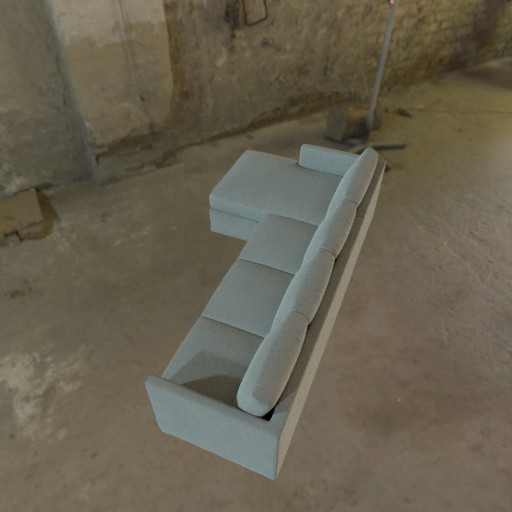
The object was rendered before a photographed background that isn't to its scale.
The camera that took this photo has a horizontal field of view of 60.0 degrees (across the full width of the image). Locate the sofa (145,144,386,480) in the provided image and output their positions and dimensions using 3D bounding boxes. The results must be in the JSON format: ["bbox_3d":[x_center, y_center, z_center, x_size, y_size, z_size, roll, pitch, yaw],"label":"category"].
[{"bbox_3d":[0.000,0.000,4.026,1.650,0.922,3.205,17,47,16],"label":"sofa"}]
